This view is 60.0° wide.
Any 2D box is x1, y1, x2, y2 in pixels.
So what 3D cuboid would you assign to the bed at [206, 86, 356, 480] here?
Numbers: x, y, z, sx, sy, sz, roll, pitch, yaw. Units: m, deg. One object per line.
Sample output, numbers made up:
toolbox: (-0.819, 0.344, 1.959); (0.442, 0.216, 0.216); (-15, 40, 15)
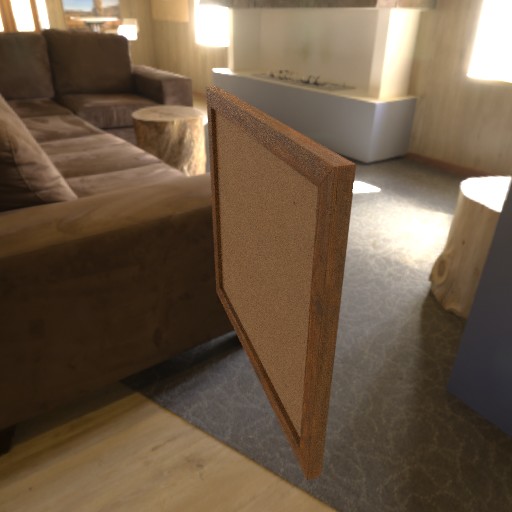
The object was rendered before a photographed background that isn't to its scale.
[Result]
bed: (0.000, 0.000, 1.502); (0.046, 0.942, 1.046); (-10, 30, -17)
